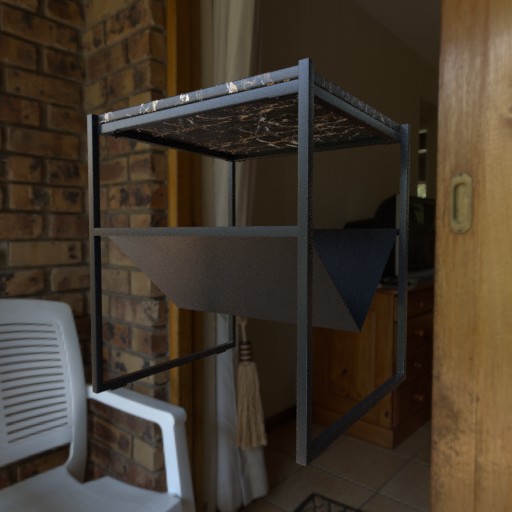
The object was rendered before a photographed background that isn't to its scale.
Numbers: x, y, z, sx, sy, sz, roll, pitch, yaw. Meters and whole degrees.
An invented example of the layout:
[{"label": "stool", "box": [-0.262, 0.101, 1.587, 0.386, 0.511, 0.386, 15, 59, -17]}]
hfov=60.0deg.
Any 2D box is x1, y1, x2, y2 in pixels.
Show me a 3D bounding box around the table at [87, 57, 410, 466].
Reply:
[{"label": "table", "box": [0.000, 0.000, 0.881, 0.469, 0.534, 0.432, 2, 4, 35]}]
